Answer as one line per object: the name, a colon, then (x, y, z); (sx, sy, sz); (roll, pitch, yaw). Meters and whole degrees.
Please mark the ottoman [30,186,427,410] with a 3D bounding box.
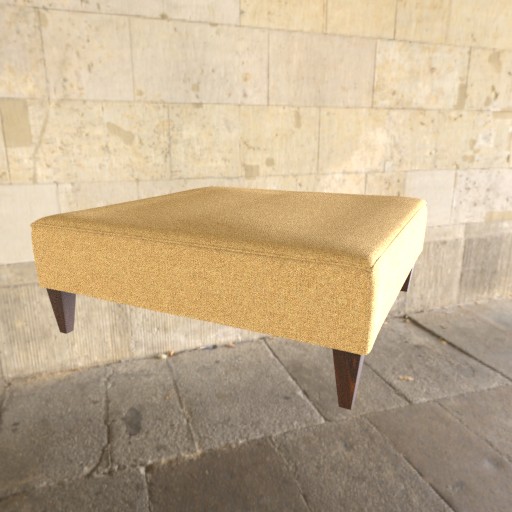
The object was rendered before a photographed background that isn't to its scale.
ottoman: (0.000, 0.000, 1.502); (0.981, 0.378, 0.970); (7, 17, 25)
